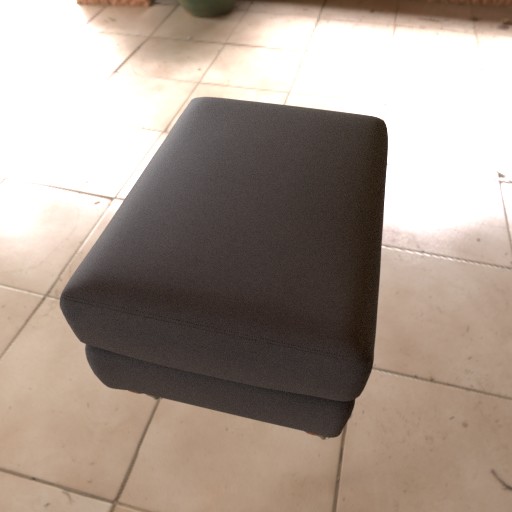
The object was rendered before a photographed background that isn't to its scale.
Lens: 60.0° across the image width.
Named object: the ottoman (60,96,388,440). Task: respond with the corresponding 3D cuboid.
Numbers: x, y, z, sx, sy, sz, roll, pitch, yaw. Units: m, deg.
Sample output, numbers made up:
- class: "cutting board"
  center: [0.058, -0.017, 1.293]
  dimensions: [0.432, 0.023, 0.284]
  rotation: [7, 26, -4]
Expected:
- class: "ottoman"
  center: [0.000, 0.000, 1.122]
  dimensions: [0.574, 0.497, 0.773]
  rotation: [10, 48, 9]
